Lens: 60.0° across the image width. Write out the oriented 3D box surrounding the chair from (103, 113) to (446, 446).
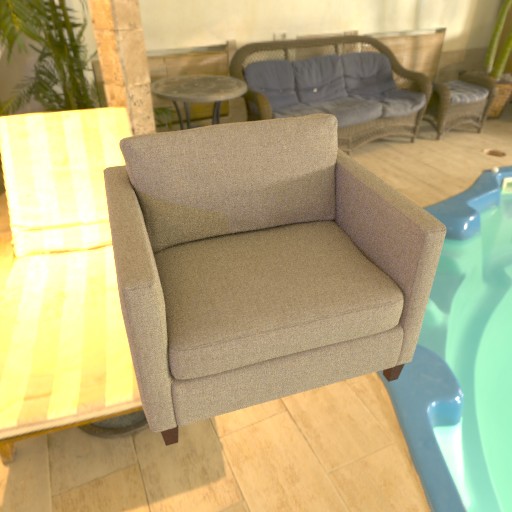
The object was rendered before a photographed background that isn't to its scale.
[{"bbox_3d":[0.000,0.000,1.849,1.107,0.961,0.959,-10,35,-15],"label":"chair"}]
